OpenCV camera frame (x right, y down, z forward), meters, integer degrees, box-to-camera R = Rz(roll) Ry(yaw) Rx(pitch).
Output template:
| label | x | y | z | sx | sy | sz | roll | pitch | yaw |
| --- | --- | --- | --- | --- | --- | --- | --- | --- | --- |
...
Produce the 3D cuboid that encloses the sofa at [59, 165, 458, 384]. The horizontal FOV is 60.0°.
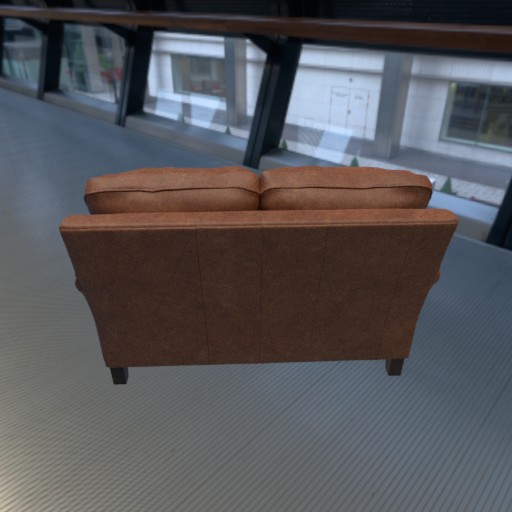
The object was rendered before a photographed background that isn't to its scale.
| label | x | y | z | sx | sy | sz | roll | pitch | yaw |
| --- | --- | --- | --- | --- | --- | --- | --- | --- | --- |
| sofa | 0.000 | 0.000 | 2.209 | 1.527 | 1.004 | 1.077 | -1 | 29 | -2 |
